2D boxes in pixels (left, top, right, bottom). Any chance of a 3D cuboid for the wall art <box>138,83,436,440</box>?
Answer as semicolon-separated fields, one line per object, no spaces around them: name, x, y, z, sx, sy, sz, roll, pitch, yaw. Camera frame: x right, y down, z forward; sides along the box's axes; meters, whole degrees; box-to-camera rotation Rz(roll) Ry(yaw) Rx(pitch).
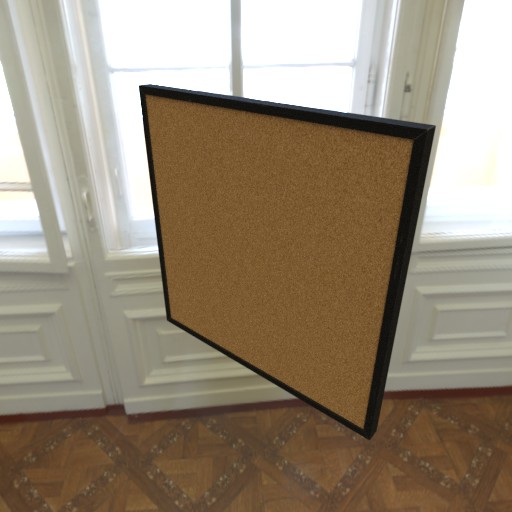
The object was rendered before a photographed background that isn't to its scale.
wall art;0.000;0.000;1.136;0.761;0.761;0.037;22;36;34
